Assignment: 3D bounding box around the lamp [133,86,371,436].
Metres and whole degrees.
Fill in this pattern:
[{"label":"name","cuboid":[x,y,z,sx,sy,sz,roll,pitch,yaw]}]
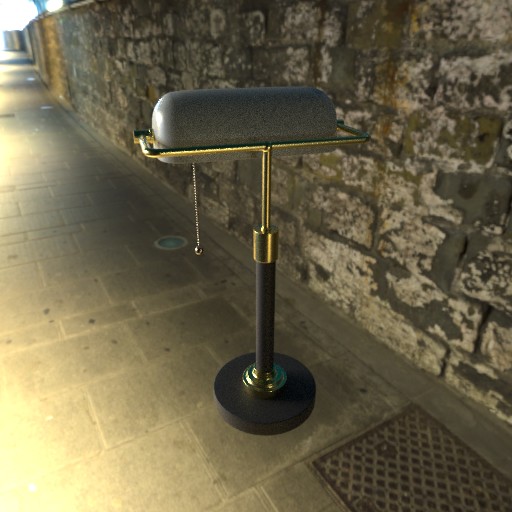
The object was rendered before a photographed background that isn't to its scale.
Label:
[{"label":"lamp","cuboid":[0.000,0.000,0.578,0.269,0.404,0.227,-8,27,-15]}]
